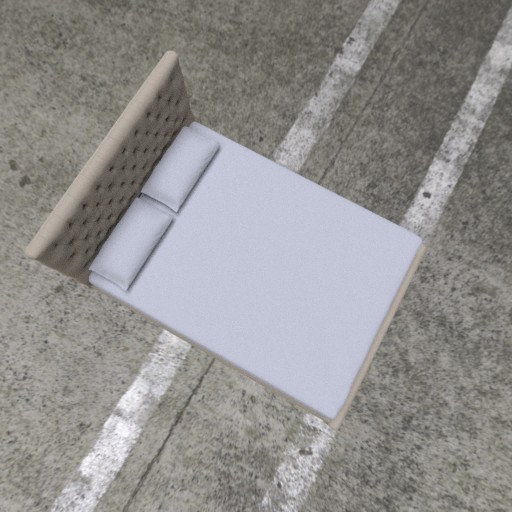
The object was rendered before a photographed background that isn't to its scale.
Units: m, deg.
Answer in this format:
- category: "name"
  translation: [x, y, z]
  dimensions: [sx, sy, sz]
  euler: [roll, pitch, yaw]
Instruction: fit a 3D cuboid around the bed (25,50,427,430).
- category: "bed"
  translation: [0.000, 0.000, 3.432]
  dimensions: [2.387, 1.427, 1.698]
  euler: [29, 78, 7]
